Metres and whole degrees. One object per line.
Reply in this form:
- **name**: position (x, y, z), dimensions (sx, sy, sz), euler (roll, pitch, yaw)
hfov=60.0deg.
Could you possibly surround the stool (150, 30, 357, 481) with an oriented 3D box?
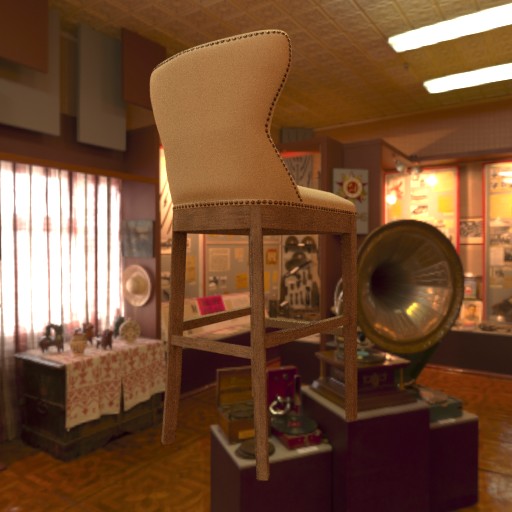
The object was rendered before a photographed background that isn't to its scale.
- **stool**: position (0.000, 0.000, 1.392), dimensions (0.494, 1.123, 0.606), euler (1, 1, 36)
